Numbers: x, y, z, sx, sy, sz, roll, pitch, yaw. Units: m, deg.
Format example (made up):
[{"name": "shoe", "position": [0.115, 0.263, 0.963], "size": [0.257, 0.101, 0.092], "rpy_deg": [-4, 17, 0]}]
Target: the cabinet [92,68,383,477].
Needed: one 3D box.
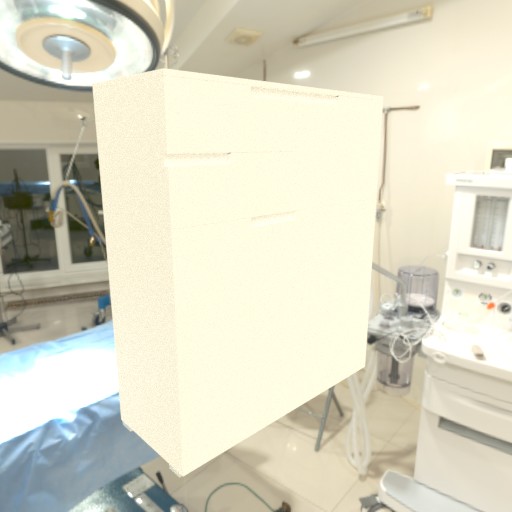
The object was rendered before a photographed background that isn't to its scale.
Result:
[{"name": "cabinet", "position": [0.000, 0.000, 1.695], "size": [1.000, 1.190, 0.400], "rpy_deg": [-13, 20, -42]}]
